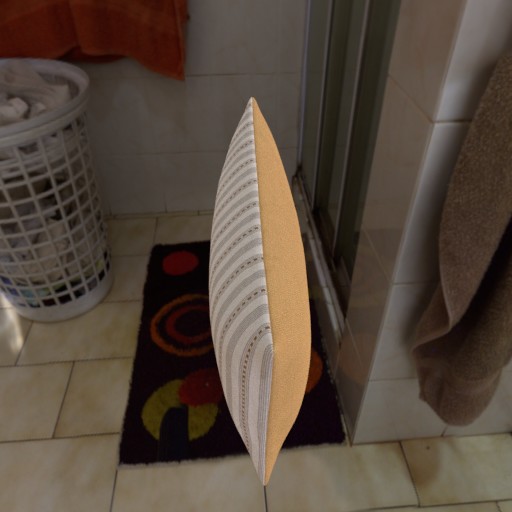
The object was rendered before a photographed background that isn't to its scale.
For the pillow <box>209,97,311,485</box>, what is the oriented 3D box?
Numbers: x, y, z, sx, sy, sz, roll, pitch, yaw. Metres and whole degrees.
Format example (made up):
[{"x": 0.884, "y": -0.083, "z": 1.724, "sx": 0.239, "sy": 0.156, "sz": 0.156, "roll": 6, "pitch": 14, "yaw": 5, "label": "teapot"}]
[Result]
[{"x": 0.000, "y": 0.000, "z": 0.729, "sx": 0.151, "sy": 0.291, "sz": 0.608, "roll": -1, "pitch": 41, "yaw": -2, "label": "pillow"}]
